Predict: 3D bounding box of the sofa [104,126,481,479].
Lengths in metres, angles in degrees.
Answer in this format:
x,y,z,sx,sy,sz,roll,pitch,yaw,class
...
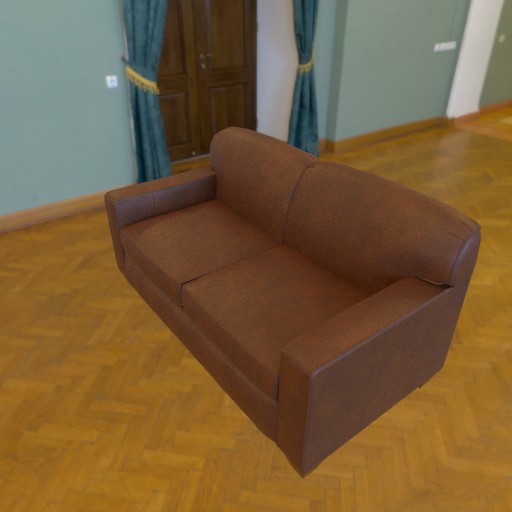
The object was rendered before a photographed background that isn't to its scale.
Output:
x,y,z,sx,sy,sz,roll,pitch,yaw,class
0.000,0.000,2.373,1.000,0.966,1.856,-22,38,-31,sofa
